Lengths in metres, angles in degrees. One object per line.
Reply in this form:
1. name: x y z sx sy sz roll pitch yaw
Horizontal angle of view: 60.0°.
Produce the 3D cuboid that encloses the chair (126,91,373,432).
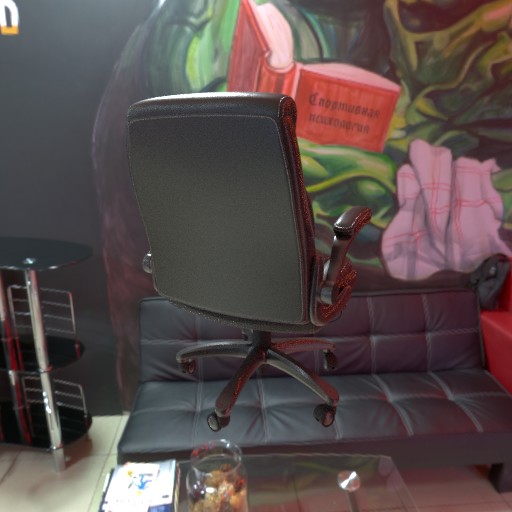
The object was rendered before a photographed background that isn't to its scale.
1. chair: 0.000 0.000 1.669 0.782 1.110 0.724 8 17 27
